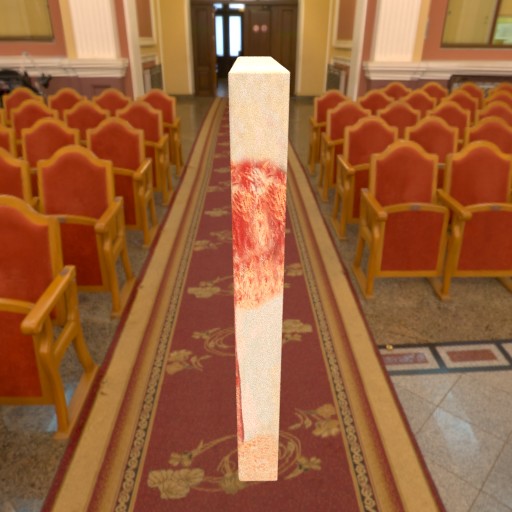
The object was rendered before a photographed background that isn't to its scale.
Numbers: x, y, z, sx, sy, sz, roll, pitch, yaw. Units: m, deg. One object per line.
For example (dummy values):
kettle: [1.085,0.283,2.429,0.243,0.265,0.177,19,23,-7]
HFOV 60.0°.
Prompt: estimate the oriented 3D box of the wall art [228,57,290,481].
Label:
wall art: [0.000,0.000,0.473,0.039,0.380,0.251,0,26,-1]
